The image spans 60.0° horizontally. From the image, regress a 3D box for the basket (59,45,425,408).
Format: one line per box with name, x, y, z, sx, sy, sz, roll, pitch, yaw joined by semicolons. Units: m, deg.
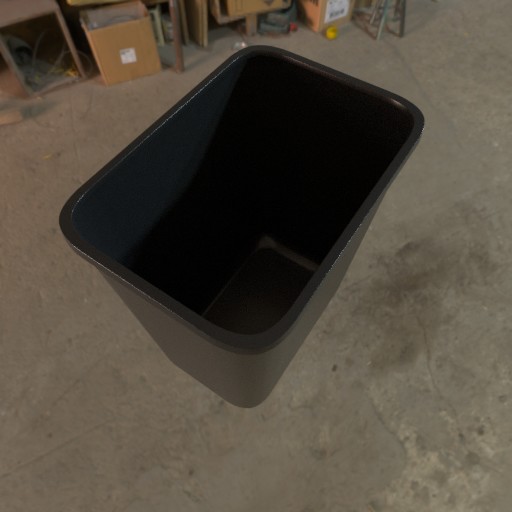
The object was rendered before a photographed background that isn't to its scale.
basket;0.000;0.000;0.510;0.211;0.307;0.300;30;63;17
